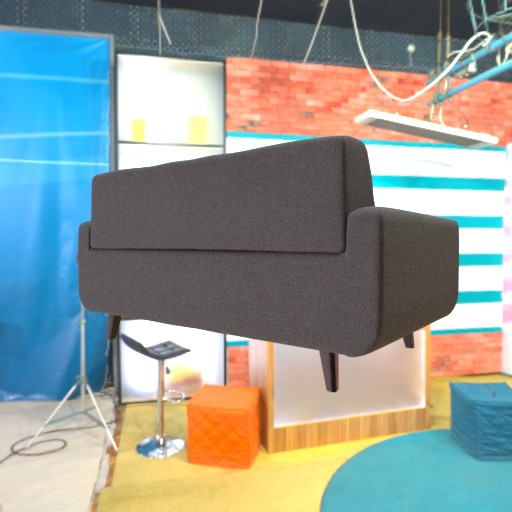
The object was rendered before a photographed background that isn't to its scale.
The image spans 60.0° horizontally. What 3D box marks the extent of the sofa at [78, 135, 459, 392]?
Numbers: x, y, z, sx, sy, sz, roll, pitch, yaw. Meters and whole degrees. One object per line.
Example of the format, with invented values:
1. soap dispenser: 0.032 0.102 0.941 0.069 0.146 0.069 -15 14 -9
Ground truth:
1. sofa: 0.000 0.000 2.133 1.631 0.841 0.909 2 2 38
